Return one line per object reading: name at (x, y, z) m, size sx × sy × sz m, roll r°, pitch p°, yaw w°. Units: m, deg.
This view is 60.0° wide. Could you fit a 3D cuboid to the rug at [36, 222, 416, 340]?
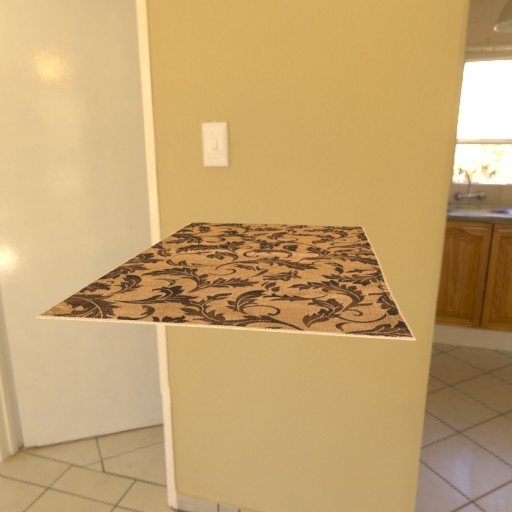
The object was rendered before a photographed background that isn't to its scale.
rug at (0.000, 0.000, 2.818) m, size 1.522 × 0.008 × 2.284 m, roll 2°, pitch 14°, yaw 8°
